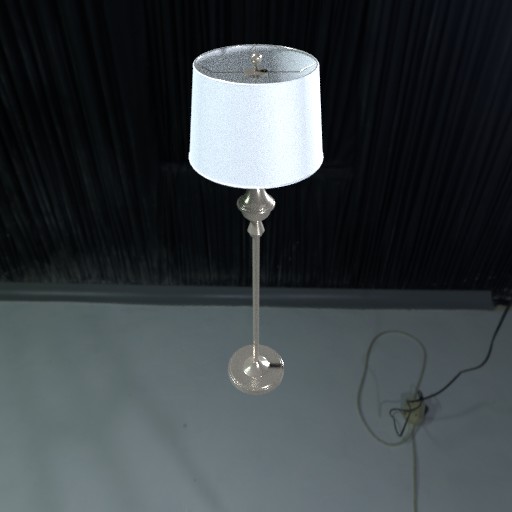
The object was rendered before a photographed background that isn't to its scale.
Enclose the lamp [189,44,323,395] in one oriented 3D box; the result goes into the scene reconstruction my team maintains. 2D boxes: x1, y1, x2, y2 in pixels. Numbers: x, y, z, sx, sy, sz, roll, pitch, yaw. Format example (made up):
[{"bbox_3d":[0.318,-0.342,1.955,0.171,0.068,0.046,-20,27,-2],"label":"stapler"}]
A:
[{"bbox_3d":[0.000,0.000,1.714,0.431,1.488,0.431,0,40,0],"label":"lamp"}]
